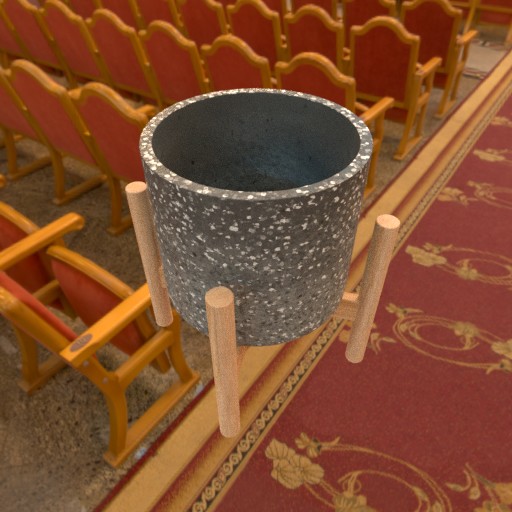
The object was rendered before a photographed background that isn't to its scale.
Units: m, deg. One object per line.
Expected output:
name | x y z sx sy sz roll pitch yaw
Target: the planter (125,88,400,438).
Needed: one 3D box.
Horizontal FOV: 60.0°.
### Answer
planter | 0.000 0.000 0.536 0.284 0.320 0.284 26 48 25
